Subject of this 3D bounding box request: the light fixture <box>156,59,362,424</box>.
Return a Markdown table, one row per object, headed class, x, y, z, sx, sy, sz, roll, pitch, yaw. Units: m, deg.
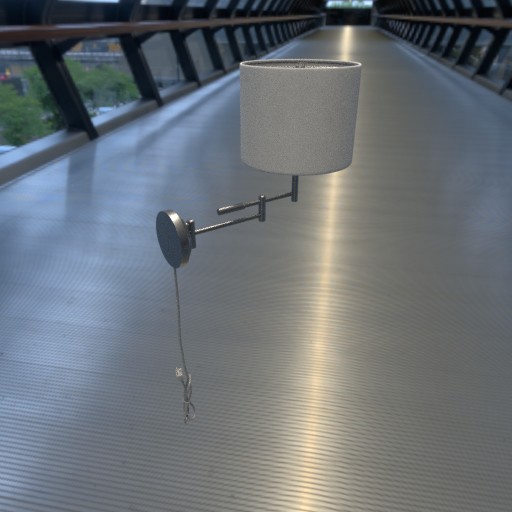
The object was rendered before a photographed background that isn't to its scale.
| class | x | y | z | sx | sy | sz | roll | pitch | yaw |
| --- | --- | --- | --- | --- | --- | --- | --- | --- | --- |
| light fixture | 0.000 | 0.000 | 1.063 | 0.479 | 0.842 | 0.253 | -18 | 32 | -31 |
